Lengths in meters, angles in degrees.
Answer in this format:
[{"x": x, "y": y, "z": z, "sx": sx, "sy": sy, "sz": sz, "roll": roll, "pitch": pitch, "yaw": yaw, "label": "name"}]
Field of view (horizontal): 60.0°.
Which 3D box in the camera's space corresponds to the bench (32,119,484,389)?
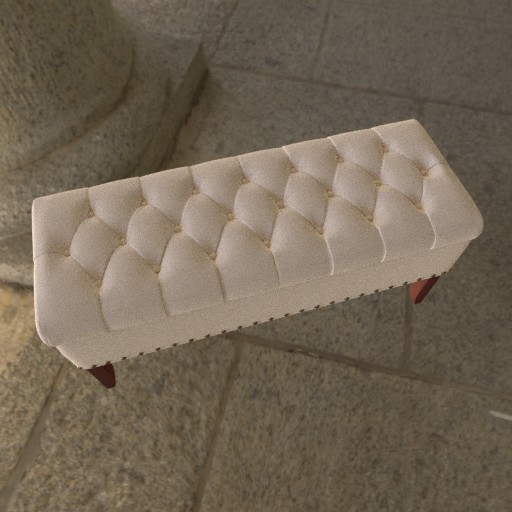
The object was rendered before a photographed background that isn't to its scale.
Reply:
[{"x": 0.000, "y": 0.000, "z": 1.259, "sx": 1.054, "sy": 0.470, "sz": 0.400, "roll": -14, "pitch": 60, "yaw": -8, "label": "bench"}]
